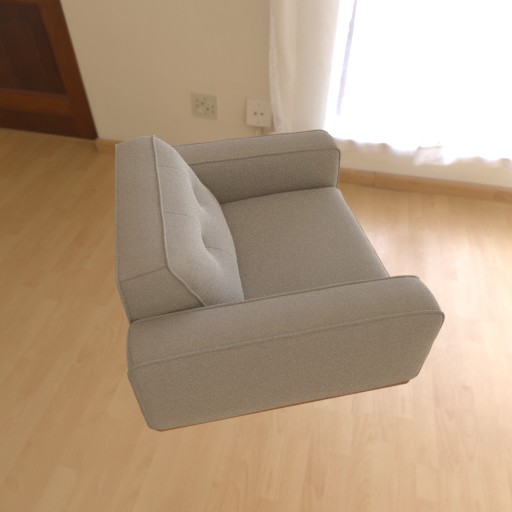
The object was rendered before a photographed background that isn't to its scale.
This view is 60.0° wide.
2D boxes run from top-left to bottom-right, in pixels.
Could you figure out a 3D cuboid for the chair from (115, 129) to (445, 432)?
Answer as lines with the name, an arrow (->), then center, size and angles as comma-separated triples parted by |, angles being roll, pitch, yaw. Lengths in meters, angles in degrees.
chair -> 0.000, 0.000, 1.736 | 0.953, 0.779, 1.115 | -9, 47, -9
